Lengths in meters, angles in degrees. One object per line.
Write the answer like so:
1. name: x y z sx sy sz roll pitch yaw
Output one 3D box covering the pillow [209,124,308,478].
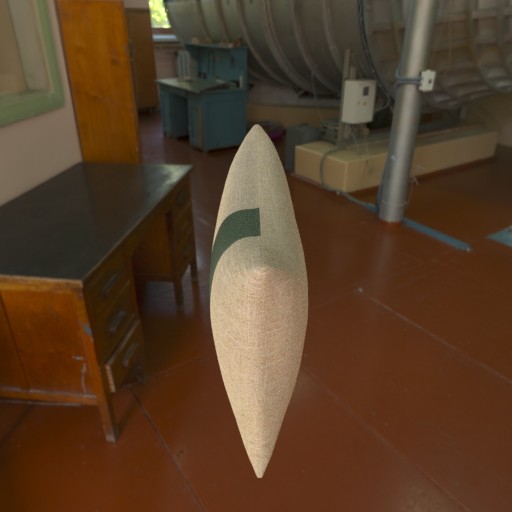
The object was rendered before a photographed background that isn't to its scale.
1. pillow: 0.000 0.000 1.030 0.197 0.429 0.859 0 28 0
